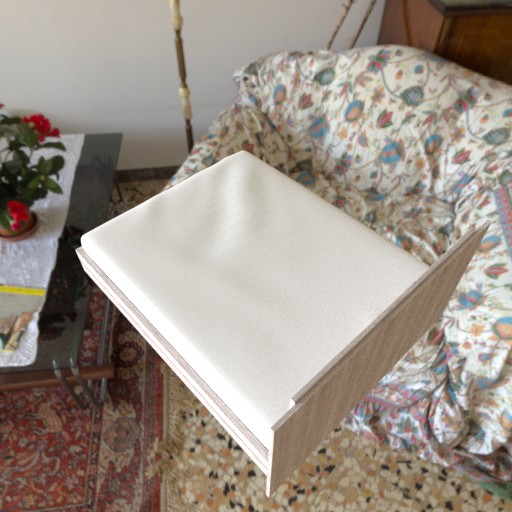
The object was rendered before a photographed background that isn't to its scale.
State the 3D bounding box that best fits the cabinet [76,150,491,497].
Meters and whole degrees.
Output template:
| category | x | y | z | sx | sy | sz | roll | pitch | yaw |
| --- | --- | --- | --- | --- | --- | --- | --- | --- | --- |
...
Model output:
| category | x | y | z | sx | sy | sz | roll | pitch | yaw |
| --- | --- | --- | --- | --- | --- | --- | --- | --- | --- |
| cabinet | 0.000 | 0.000 | 2.992 | 1.750 | 0.970 | 2.080 | -35 | 56 | -27 |
